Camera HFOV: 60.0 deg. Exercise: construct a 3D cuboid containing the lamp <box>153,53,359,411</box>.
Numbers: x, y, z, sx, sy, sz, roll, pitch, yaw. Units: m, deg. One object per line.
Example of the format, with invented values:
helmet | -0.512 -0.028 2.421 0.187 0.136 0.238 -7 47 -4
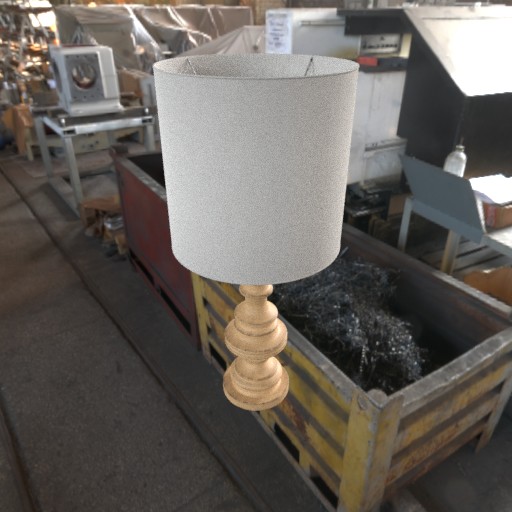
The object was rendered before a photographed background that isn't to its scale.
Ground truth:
lamp | 0.000 0.000 0.567 0.208 0.455 0.208 10 31 17
